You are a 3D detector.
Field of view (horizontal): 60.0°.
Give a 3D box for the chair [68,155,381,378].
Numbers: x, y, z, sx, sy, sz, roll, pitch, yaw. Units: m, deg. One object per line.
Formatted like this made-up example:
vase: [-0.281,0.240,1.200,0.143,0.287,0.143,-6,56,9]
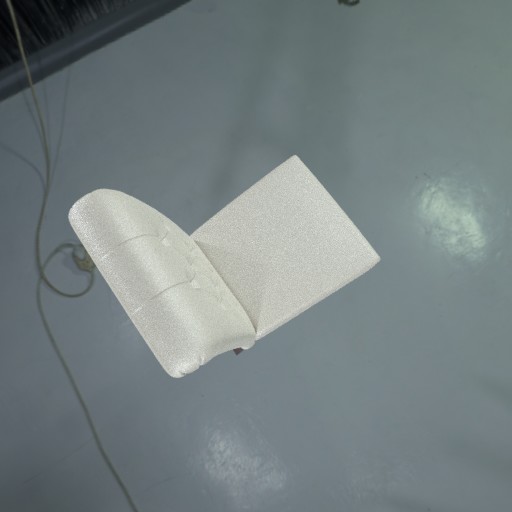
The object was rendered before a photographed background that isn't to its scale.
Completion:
chair: [0.000,0.000,1.346,0.671,1.006,0.456,-35,78,-9]
